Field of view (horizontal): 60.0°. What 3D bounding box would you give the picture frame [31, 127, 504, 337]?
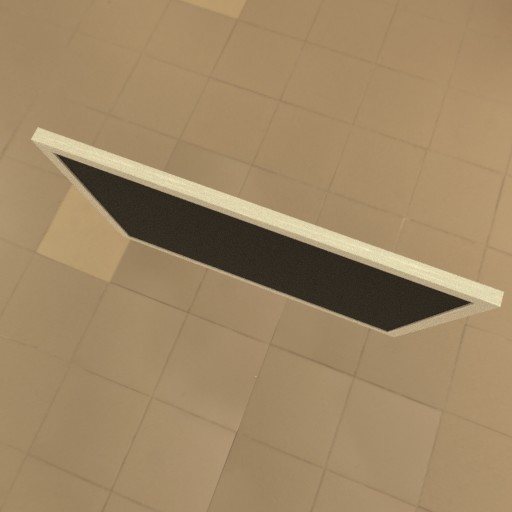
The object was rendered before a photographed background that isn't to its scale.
[{"bbox_3d":[0.000,0.000,1.152,0.950,0.640,0.029,20,76,5],"label":"picture frame"}]
